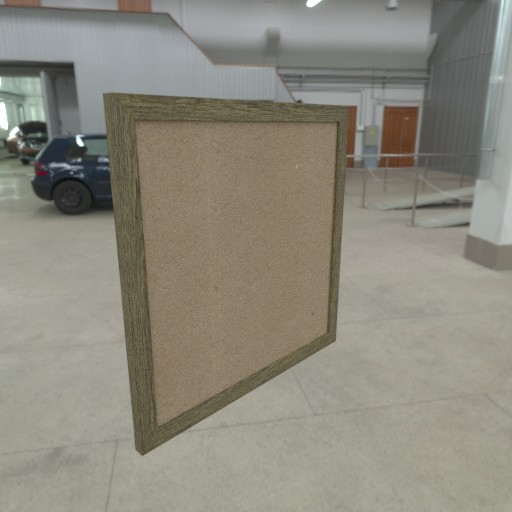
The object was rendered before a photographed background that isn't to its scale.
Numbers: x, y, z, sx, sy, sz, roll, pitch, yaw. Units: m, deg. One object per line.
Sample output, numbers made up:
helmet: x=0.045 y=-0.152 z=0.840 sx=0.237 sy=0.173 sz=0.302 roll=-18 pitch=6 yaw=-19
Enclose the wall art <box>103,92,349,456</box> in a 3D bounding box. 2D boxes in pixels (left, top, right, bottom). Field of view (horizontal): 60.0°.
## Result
wall art: x=0.000 y=0.000 z=0.769 sx=0.019 sy=0.508 sz=0.508 roll=15 pitch=22 yaw=42
